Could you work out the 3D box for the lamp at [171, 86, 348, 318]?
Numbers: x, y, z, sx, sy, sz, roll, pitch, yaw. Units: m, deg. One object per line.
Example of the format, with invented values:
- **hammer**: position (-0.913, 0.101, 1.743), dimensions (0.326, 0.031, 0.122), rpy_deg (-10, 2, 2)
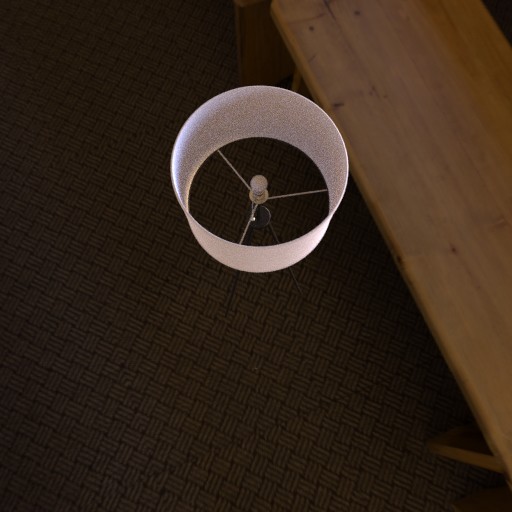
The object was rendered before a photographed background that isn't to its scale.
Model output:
- **lamp**: position (0.000, 0.000, 1.759), dimensions (0.448, 1.545, 0.458), rpy_deg (35, 78, 8)
